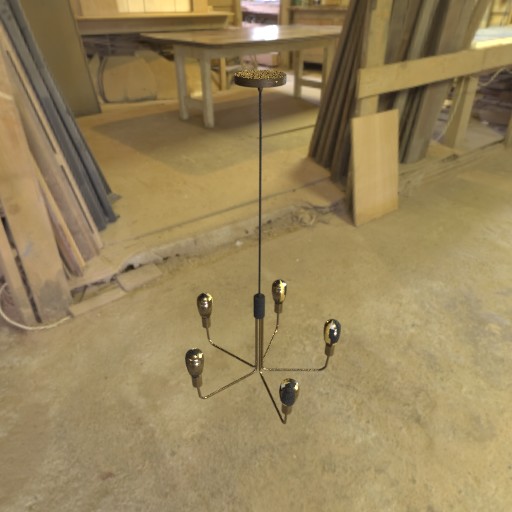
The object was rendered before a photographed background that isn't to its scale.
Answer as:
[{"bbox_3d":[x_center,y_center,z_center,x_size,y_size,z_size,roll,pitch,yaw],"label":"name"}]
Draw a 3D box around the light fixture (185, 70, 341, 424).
[{"bbox_3d":[0.000,0.000,1.390,0.532,1.059,0.588,-20,37,-30],"label":"light fixture"}]
